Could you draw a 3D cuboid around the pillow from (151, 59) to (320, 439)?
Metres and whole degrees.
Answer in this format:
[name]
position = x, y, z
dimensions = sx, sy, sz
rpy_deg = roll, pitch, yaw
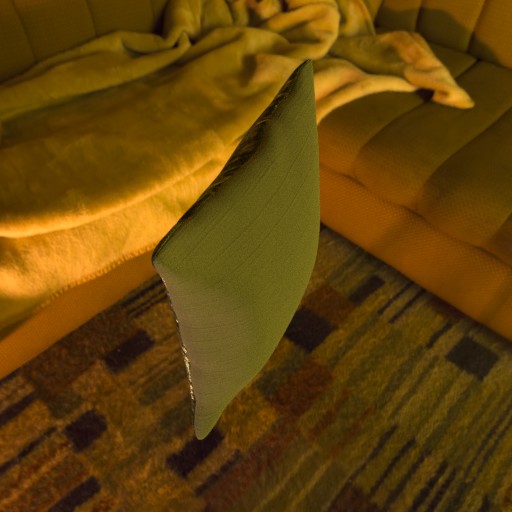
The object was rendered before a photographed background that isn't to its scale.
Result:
[pillow]
position = 0.000, 0.000, 0.730
dimensions = 0.175, 0.464, 0.470
rpy_deg = 18, 50, 16
